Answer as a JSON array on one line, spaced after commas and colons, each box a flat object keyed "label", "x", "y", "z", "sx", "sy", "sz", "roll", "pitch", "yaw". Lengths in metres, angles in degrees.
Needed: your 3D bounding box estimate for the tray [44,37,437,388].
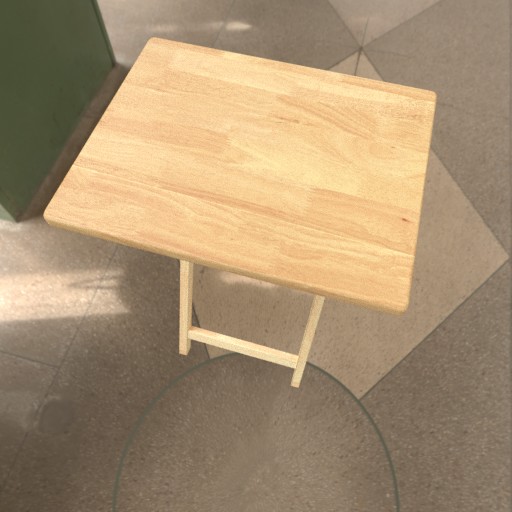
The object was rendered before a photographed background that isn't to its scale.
[{"label": "tray", "x": 0.000, "y": 0.000, "z": 0.928, "sx": 0.483, "sy": 0.660, "sz": 0.381, "roll": 14, "pitch": 63, "yaw": 7}]
